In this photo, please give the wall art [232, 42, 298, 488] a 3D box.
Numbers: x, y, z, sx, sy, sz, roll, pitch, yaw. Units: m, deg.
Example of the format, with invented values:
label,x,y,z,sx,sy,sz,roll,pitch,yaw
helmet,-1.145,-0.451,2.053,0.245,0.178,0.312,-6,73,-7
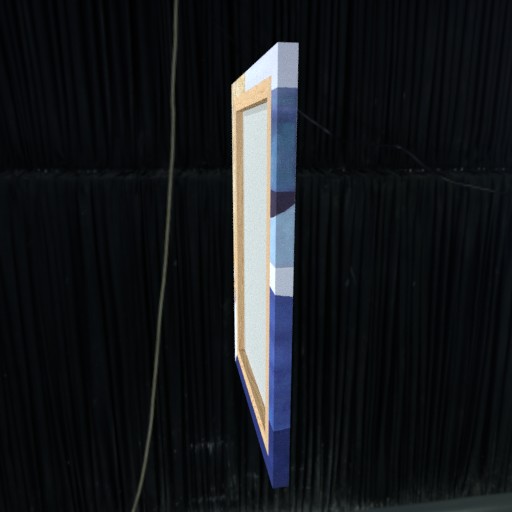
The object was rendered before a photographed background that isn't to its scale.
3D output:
label,x,y,z,sx,sy,sz,roll,pitch,yaw
wall art,0.000,0.000,1.163,0.039,0.911,0.607,-3,15,-10
